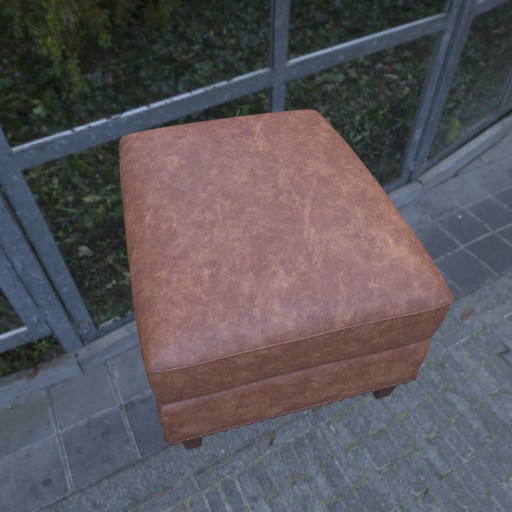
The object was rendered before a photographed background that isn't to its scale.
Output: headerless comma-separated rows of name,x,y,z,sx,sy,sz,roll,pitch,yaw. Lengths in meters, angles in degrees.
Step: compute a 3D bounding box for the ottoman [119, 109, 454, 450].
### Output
ottoman,0.000,0.000,1.122,0.586,0.486,0.742,-11,47,-10
